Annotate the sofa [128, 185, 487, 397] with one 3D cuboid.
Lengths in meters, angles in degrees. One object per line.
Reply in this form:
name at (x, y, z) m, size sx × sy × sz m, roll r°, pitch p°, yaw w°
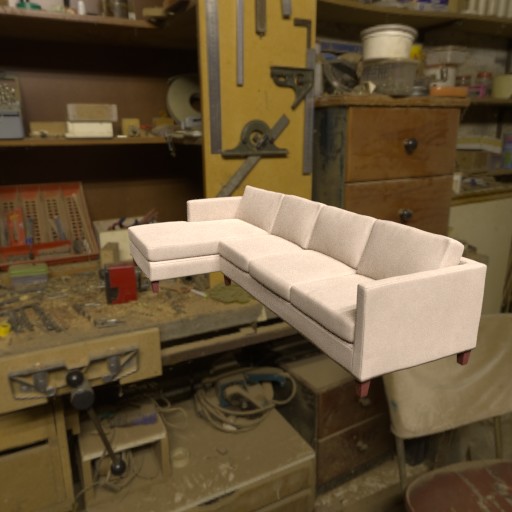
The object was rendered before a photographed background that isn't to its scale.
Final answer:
sofa at (0.000, 0.000, 3.801) m, size 1.625 × 0.846 × 3.186 m, roll -8°, pitch 18°, yaw -24°
